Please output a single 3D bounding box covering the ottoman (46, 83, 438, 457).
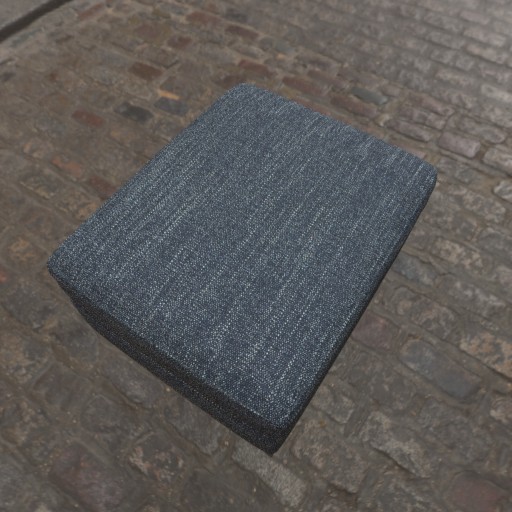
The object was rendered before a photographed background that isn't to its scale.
[{"bbox_3d":[0.000,0.000,1.248,0.667,0.491,0.814,30,63,17],"label":"ottoman"}]
